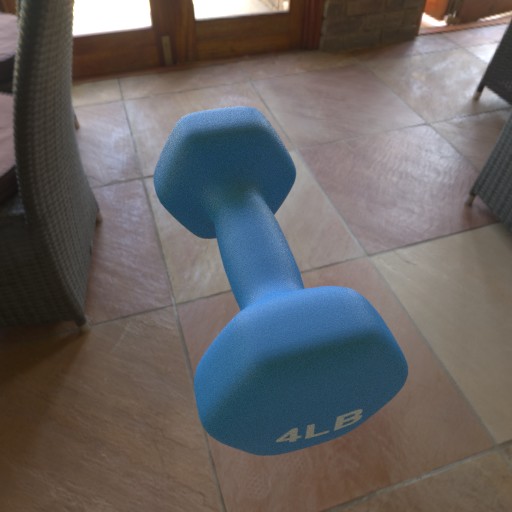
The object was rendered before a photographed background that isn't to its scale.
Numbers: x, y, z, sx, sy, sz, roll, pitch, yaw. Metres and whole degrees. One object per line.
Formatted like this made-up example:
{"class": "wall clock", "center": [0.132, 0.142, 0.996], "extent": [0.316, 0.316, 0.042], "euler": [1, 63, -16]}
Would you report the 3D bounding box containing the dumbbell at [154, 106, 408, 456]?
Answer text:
{"class": "dumbbell", "center": [0.000, 0.000, 0.188], "extent": [0.074, 0.066, 0.152], "euler": [-11, 48, -10]}
